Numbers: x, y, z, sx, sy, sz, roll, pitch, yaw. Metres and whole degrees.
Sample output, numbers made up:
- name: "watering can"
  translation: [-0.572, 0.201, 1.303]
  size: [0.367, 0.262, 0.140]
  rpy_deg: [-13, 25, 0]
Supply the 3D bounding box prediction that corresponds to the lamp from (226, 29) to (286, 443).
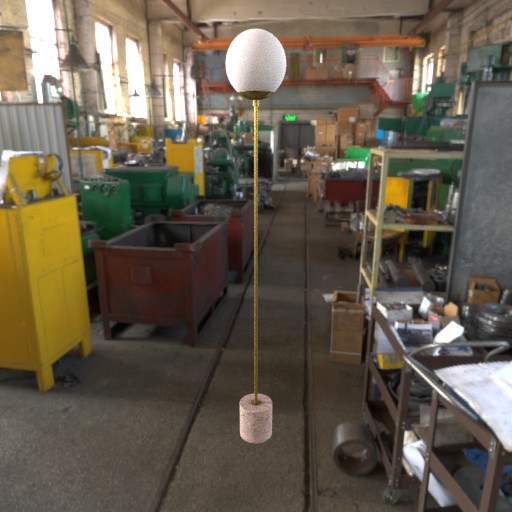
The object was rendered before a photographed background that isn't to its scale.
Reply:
- name: "lamp"
  translation: [0.000, 0.000, 1.880]
  size: [0.229, 1.748, 0.229]
  rpy_deg: [-8, 17, -26]
